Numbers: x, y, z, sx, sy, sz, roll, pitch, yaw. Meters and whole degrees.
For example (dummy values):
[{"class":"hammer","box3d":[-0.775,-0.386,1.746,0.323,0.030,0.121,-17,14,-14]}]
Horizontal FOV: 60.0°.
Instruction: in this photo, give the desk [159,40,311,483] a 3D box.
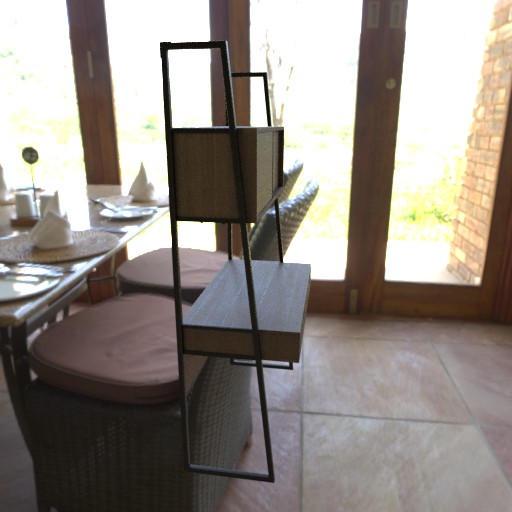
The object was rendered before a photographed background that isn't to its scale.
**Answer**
[{"class":"desk","box3d":[0.000,0.000,2.207,0.515,1.809,0.982,3,17,9]}]
